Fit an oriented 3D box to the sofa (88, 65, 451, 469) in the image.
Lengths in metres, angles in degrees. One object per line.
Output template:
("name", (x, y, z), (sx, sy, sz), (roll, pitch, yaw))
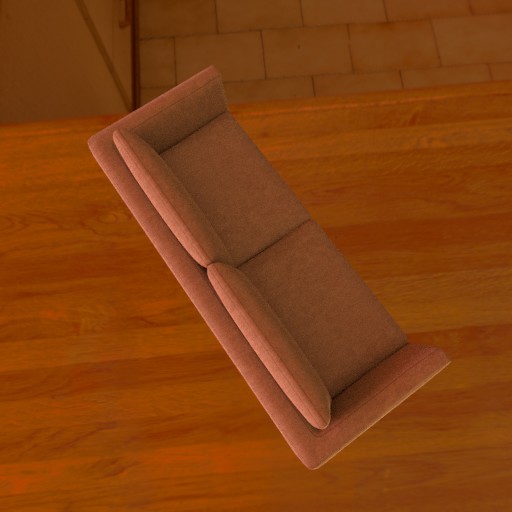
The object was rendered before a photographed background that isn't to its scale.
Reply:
("sofa", (0.000, 0.000, 2.581), (0.889, 0.864, 2.121), (-34, 77, -9))
